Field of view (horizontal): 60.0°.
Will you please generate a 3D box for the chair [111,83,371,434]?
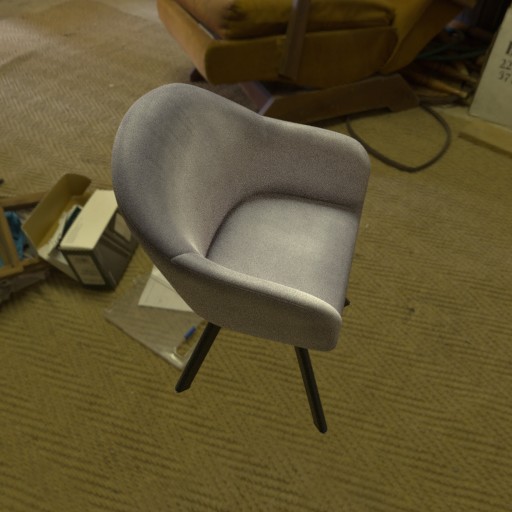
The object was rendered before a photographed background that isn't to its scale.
[{"bbox_3d":[0.000,0.000,1.135,0.540,0.780,0.570,12,48,11],"label":"chair"}]
